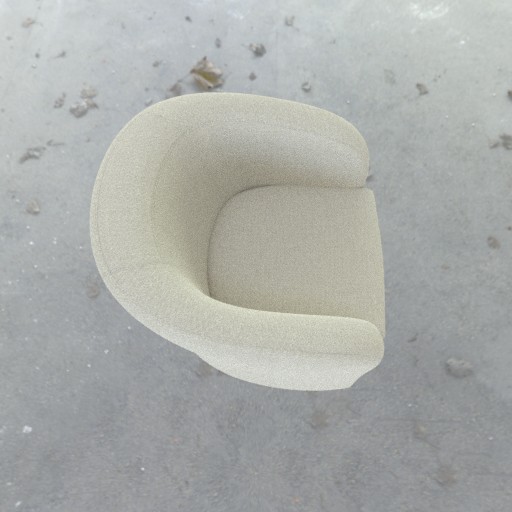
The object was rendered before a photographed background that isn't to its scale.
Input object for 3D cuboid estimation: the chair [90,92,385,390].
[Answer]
[{"bbox_3d":[0.000,0.000,1.427,0.815,0.771,0.791,3,64,1],"label":"chair"}]
